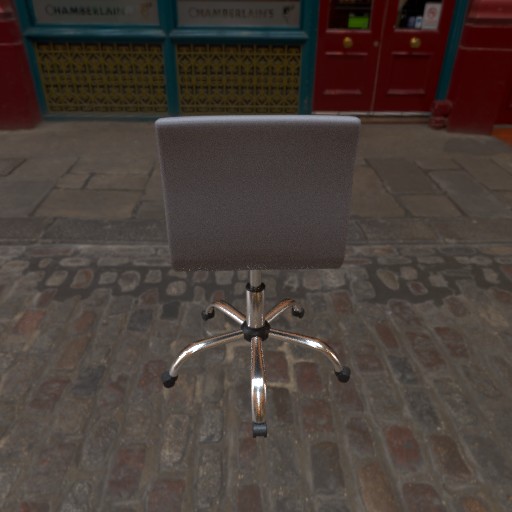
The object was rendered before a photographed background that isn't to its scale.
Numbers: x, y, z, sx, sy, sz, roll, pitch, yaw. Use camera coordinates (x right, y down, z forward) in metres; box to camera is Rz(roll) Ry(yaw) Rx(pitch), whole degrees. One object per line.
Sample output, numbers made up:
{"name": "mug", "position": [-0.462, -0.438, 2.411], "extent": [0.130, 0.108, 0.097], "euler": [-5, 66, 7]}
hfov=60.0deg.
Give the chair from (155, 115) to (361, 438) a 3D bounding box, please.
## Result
{"name": "chair", "position": [0.000, 0.000, 1.157], "extent": [0.556, 0.780, 0.530], "euler": [-1, 30, -2]}
